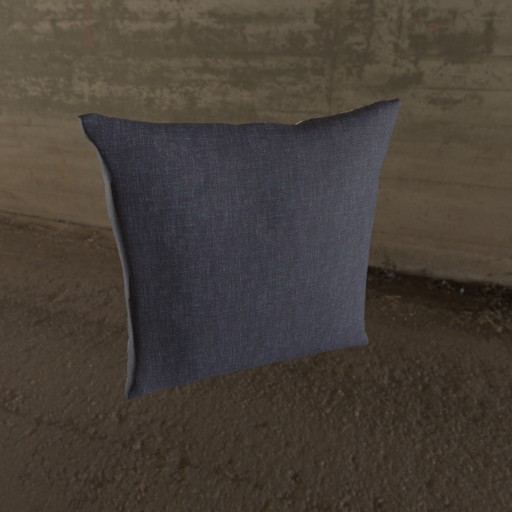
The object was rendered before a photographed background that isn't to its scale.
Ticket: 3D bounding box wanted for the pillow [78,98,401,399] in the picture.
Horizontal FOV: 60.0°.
[{"bbox_3d":[0.000,0.000,0.780,0.510,0.510,0.145,-9,28,-17],"label":"pillow"}]
